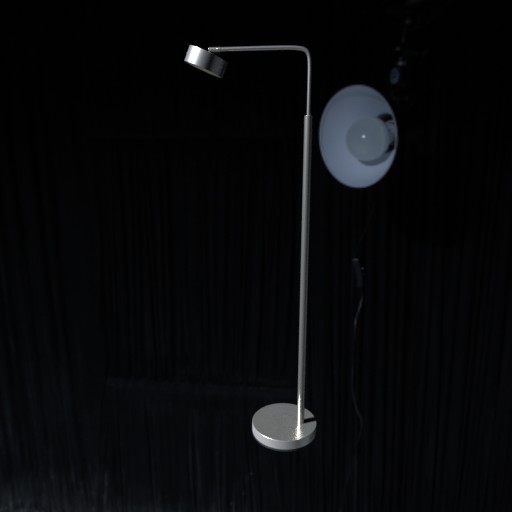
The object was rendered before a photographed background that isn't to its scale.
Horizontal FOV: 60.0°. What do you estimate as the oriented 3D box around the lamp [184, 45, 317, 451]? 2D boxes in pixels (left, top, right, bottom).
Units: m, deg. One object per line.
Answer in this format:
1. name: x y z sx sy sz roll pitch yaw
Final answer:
1. lamp: 0.000 0.000 1.418 0.421 1.250 0.222 2 13 8
